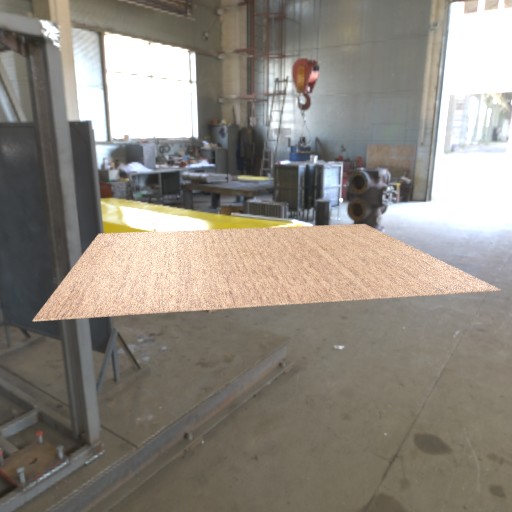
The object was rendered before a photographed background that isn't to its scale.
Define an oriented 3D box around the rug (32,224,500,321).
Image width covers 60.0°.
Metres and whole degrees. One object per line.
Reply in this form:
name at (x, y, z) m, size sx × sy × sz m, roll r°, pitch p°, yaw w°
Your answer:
rug at (0.000, 0.000, 4.137) m, size 3.205 × 0.013 × 2.448 m, roll -3°, pitch 16°, yaw -10°
